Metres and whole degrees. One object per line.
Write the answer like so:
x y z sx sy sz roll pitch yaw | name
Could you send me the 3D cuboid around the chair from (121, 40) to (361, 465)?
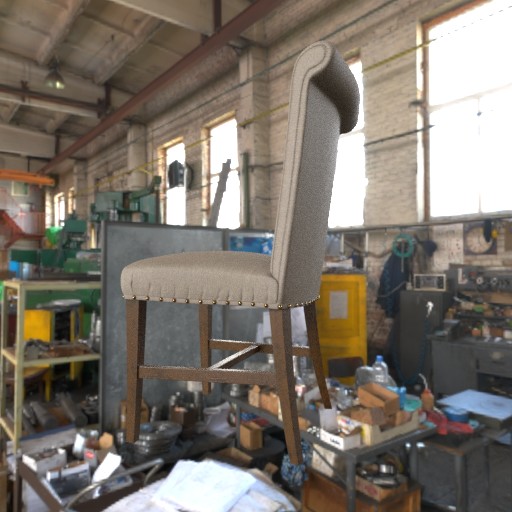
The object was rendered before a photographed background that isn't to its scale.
0.000 0.000 1.323 0.608 0.988 0.513 0 -1 19 | chair
